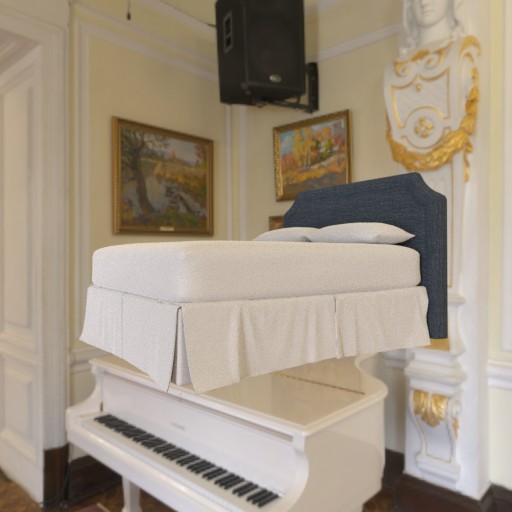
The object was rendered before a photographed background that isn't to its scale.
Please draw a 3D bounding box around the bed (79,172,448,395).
[{"bbox_3d":[0.000,0.000,3.375,2.208,1.297,1.828,0,0,-35],"label":"bed"}]
